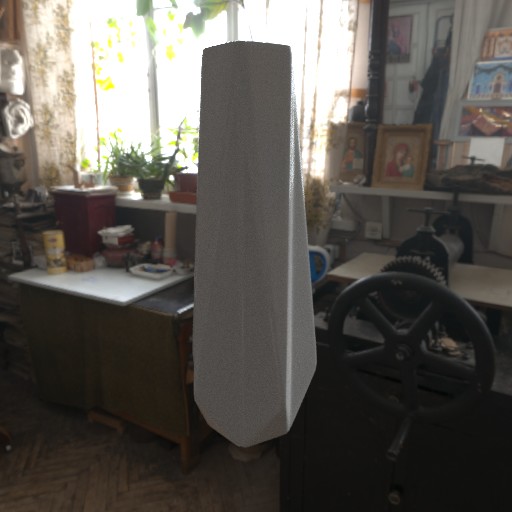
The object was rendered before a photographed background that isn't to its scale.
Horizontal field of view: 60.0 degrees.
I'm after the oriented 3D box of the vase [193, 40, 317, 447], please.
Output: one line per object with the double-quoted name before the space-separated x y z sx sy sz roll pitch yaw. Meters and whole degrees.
"vase" 0.000 0.000 0.384 0.116 0.329 0.122 -2 16 -8
